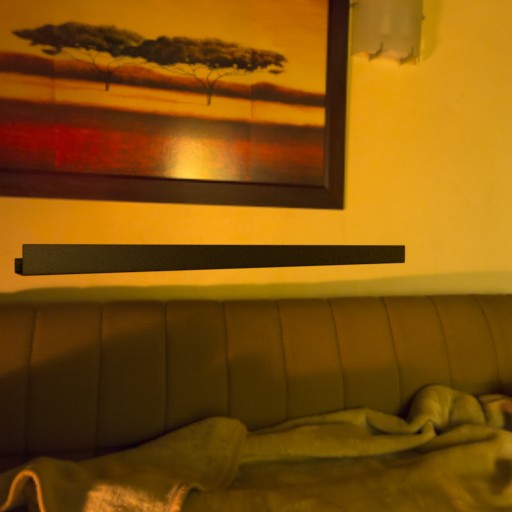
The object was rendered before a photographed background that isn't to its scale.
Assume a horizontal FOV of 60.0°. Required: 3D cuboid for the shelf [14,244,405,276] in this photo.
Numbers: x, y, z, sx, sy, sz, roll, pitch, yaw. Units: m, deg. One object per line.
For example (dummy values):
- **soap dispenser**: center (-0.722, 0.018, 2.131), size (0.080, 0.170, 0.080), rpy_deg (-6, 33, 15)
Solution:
- **shelf**: center (0.000, 0.000, 0.970), size (0.924, 0.049, 0.092), rpy_deg (-1, 1, -35)
